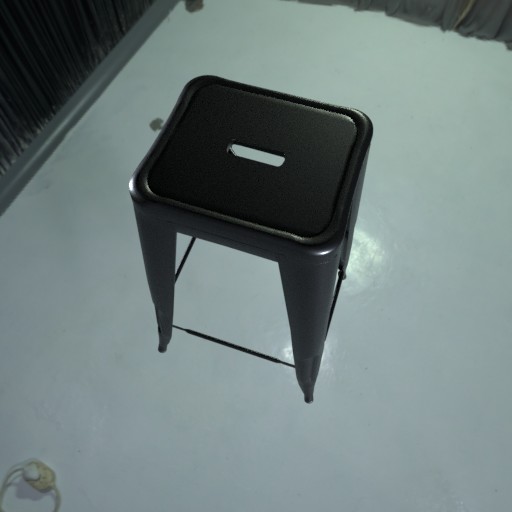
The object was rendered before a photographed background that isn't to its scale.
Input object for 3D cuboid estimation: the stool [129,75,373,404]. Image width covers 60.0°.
[{"bbox_3d":[0.000,0.000,0.875,0.399,0.609,0.359,16,63,9],"label":"stool"}]
